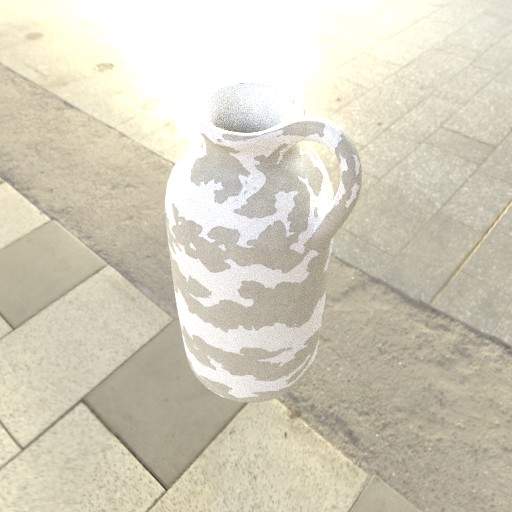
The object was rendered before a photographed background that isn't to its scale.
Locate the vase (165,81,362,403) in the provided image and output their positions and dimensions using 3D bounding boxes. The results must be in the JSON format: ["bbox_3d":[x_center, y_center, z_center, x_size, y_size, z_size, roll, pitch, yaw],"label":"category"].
[{"bbox_3d":[0.000,0.000,0.488,0.203,0.382,0.186,31,55,25],"label":"vase"}]
